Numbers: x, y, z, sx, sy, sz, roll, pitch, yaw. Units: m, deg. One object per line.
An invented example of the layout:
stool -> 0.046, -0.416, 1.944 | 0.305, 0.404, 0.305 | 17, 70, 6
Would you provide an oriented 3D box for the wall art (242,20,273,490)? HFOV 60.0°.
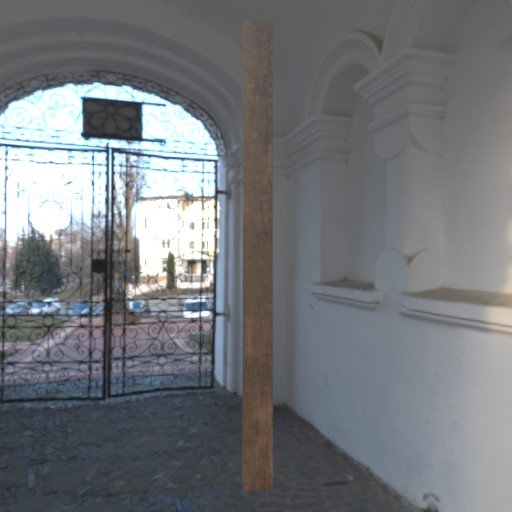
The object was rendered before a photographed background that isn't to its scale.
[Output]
wall art -> 0.000, 0.000, 0.547 | 0.027, 0.406, 0.329 | 0, 0, -1
